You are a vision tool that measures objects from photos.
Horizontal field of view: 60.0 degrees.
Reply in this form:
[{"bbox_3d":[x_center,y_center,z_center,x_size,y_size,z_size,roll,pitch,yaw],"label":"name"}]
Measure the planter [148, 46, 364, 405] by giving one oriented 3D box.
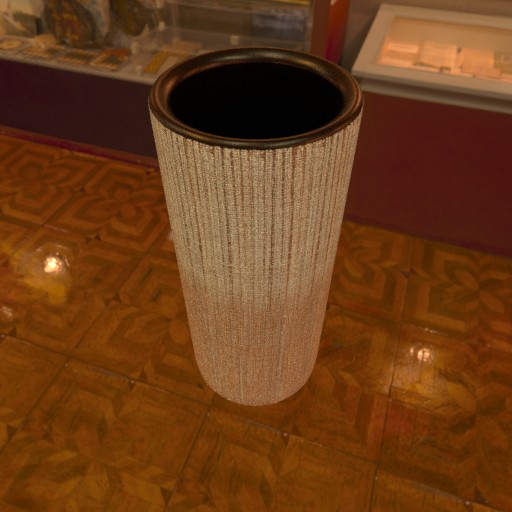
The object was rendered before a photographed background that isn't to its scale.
[{"bbox_3d":[0.000,0.000,0.288,0.100,0.227,0.100,16,48,15],"label":"planter"}]
